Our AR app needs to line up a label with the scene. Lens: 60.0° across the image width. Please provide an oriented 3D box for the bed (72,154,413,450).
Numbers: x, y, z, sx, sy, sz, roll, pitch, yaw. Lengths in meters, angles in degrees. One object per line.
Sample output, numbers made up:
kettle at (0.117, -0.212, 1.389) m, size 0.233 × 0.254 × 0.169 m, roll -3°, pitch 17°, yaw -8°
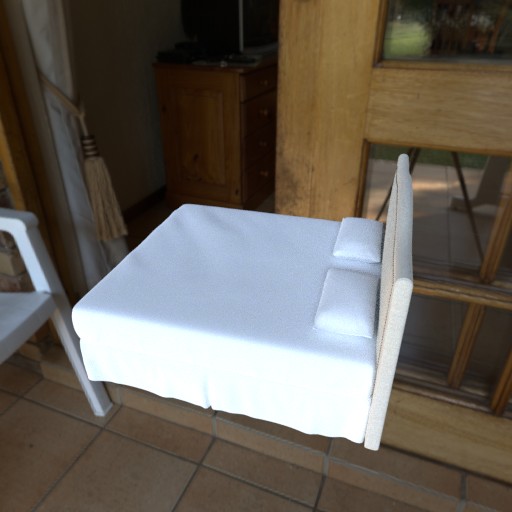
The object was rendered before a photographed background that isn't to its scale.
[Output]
bed at (0.000, 0.000, 3.540) m, size 2.182 × 1.421 × 2.083 m, roll 8°, pitch 31°, yaw 14°
